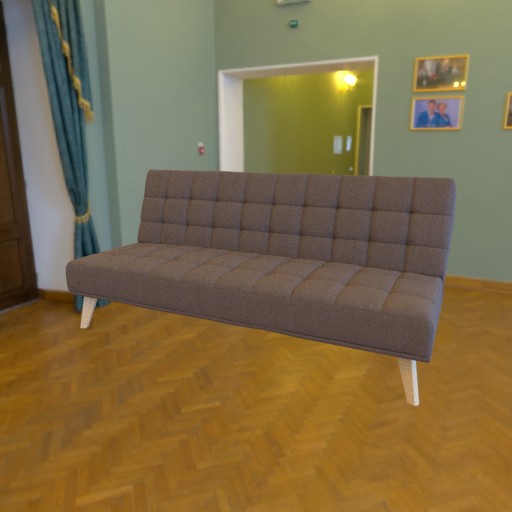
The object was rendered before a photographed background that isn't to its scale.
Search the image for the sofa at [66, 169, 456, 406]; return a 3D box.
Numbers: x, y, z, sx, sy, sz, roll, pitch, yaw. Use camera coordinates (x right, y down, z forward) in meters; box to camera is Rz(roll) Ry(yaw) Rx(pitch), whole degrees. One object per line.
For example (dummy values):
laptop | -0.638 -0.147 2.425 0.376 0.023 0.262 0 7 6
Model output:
sofa | 0.000 0.000 2.271 1.800 0.810 0.860 7 15 25
